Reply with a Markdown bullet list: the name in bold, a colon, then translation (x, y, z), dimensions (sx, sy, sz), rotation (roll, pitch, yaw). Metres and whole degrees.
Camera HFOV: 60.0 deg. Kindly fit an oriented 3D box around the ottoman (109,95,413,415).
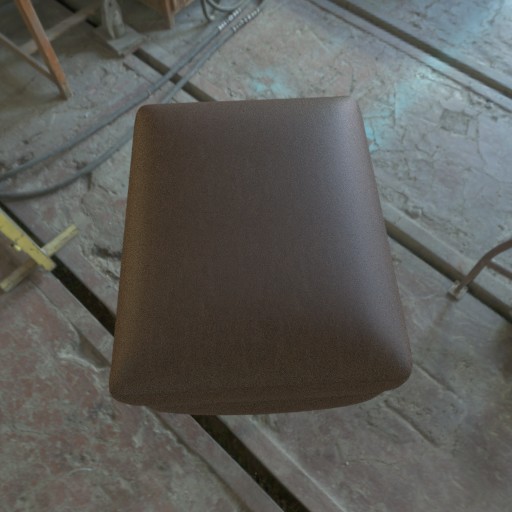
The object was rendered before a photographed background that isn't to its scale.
- **ottoman**: translation (0.000, 0.000, 1.192), dimensions (0.635, 0.508, 0.787), rotation (-3, 64, -1)
